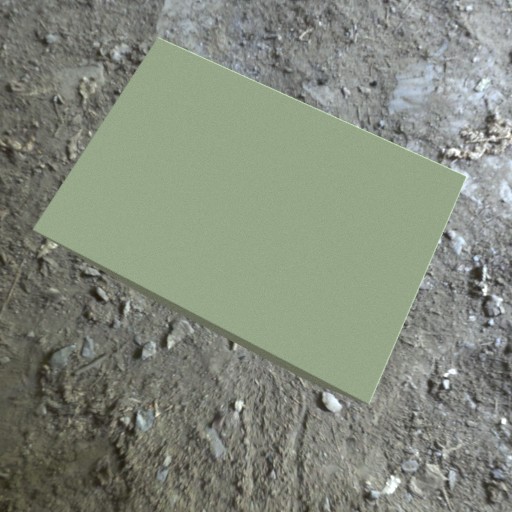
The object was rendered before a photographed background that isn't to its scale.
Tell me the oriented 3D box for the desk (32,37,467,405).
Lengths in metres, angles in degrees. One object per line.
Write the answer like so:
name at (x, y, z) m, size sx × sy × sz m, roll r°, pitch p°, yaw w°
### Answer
desk at (0.000, 0.000, 1.075) m, size 0.600 × 0.730 × 0.404 m, roll 26°, pitch 78°, yaw 6°
